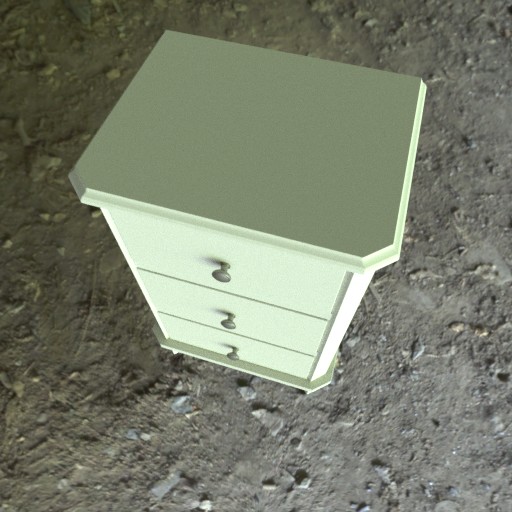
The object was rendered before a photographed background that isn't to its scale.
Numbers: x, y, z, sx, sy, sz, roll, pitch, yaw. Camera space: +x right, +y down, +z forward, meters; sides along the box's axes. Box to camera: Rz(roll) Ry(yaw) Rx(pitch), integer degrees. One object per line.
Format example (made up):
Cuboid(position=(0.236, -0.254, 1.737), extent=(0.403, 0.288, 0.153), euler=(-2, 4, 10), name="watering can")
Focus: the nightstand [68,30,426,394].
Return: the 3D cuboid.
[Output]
Cuboid(position=(0.000, 0.000, 0.900), extent=(0.435, 0.681, 0.351), euler=(15, 61, 8), name="nightstand")
